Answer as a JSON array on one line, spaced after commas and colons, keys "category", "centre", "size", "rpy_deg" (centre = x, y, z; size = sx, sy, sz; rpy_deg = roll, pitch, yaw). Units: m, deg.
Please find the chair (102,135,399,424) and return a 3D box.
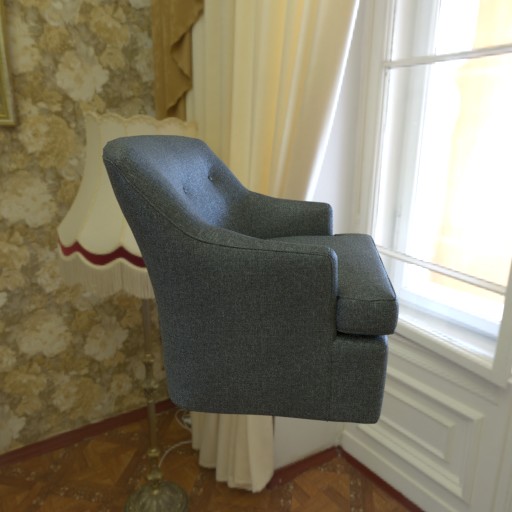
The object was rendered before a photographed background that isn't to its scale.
[{"category": "chair", "centre": [0.000, 0.000, 1.630], "size": [0.923, 0.856, 0.864], "rpy_deg": [2, 16, 8]}]
